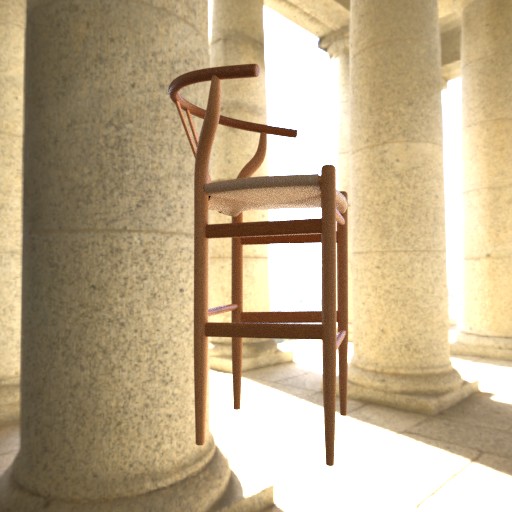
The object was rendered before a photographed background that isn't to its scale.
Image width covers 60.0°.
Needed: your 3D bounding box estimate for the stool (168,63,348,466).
[{"bbox_3d":[0.000,0.000,1.391,0.561,1.068,0.574,-1,-2,16],"label":"stool"}]
